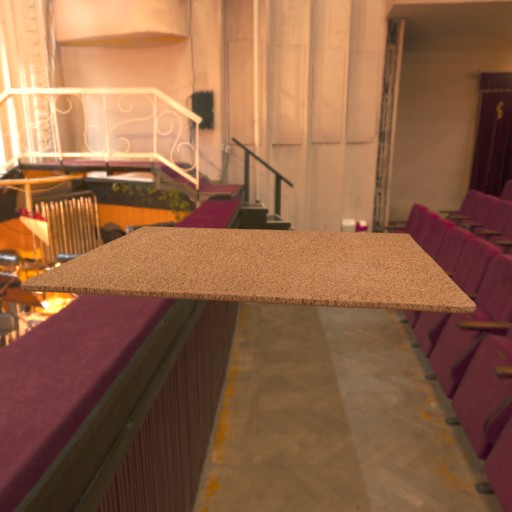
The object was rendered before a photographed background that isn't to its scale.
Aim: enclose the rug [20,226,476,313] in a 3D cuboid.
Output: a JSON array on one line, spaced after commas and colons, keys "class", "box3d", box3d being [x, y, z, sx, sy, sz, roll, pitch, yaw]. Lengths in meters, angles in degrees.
[{"class": "rug", "box3d": [0.000, 0.000, 2.087, 1.600, 0.025, 1.199, 2, 14, 8]}]
